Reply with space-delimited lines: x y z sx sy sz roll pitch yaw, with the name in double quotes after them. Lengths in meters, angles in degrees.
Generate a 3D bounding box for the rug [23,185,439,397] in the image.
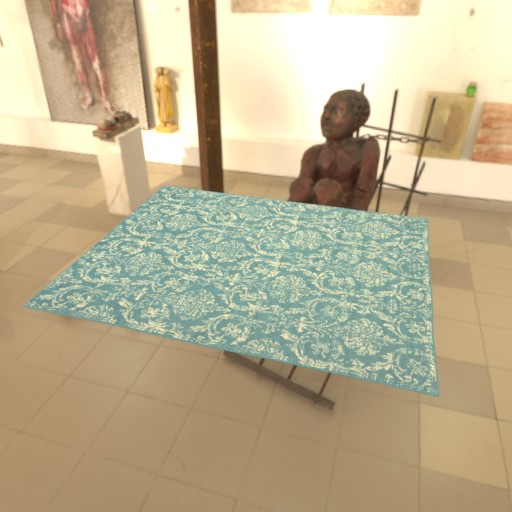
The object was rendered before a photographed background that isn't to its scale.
0.000 0.000 3.950 2.980 0.012 2.363 9 34 14 "rug"
